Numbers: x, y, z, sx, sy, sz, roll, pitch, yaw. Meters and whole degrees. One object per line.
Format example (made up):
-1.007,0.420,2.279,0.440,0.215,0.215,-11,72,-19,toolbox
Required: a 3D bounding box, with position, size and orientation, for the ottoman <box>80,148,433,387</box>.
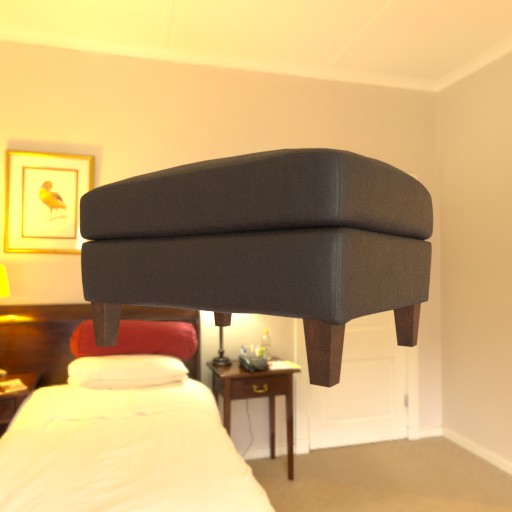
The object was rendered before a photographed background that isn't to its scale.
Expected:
0.000,0.000,1.314,0.887,0.529,0.659,-1,-2,36,ottoman
